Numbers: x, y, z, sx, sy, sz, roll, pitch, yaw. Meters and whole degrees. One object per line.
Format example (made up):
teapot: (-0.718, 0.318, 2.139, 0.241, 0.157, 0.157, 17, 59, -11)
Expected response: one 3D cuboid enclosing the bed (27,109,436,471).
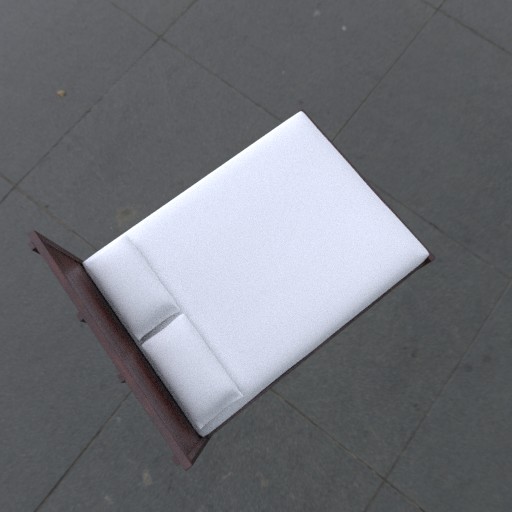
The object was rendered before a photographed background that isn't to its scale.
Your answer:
bed: (0.000, 0.000, 4.015, 2.803, 1.492, 2.040, -37, 79, -9)
